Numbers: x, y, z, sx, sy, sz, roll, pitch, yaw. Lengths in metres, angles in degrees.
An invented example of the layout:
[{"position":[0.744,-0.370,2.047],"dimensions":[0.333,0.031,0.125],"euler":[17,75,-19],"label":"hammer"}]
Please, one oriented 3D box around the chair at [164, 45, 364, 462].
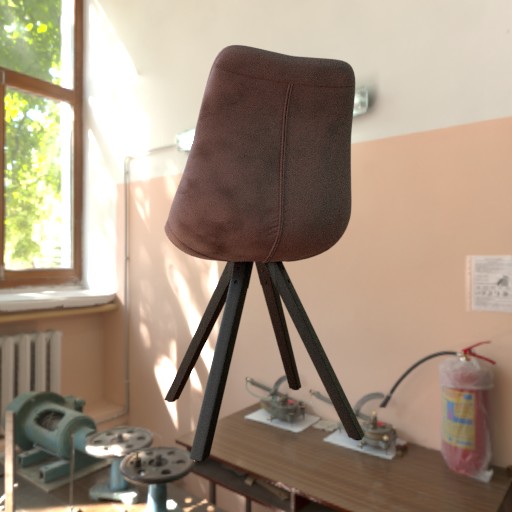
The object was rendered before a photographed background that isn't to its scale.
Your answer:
[{"position":[0.000,0.000,1.187],"dimensions":[0.483,0.865,0.547],"euler":[0,0,-17],"label":"chair"}]
